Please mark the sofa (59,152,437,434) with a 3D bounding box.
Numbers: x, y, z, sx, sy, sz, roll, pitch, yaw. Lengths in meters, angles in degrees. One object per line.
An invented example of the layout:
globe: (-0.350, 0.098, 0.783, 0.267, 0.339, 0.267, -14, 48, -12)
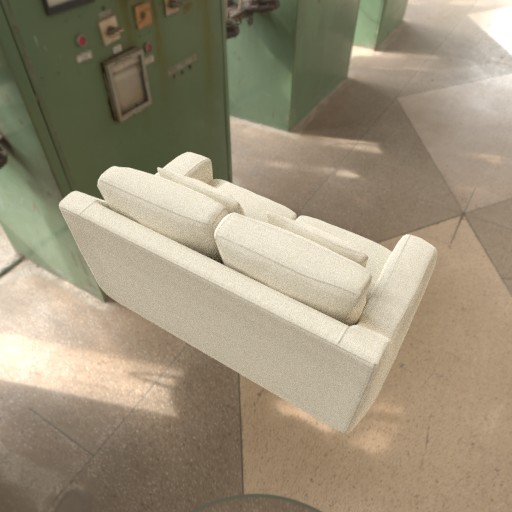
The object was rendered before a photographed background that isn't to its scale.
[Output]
sofa: (0.000, 0.000, 2.435, 1.744, 1.047, 1.040, 25, 51, 22)
